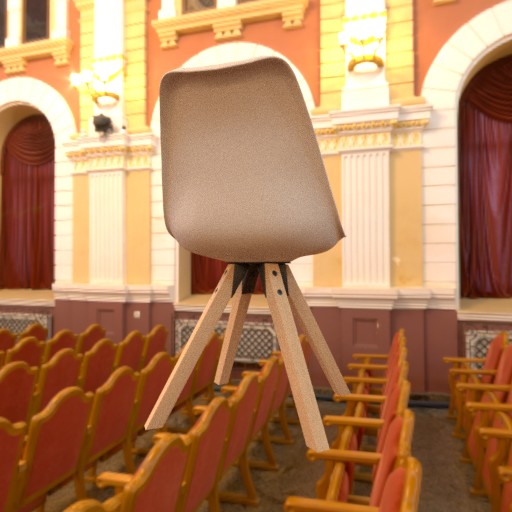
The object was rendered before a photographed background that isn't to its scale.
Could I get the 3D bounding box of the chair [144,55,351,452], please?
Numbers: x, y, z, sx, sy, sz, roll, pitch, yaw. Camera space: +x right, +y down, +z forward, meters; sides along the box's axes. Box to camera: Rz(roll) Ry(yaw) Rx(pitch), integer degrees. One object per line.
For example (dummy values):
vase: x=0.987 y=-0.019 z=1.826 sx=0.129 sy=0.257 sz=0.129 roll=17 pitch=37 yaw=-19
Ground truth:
chair: x=0.000 y=0.000 z=1.214 sx=0.485 sy=0.850 sz=0.550 roll=0 pitch=-1 yaw=18
